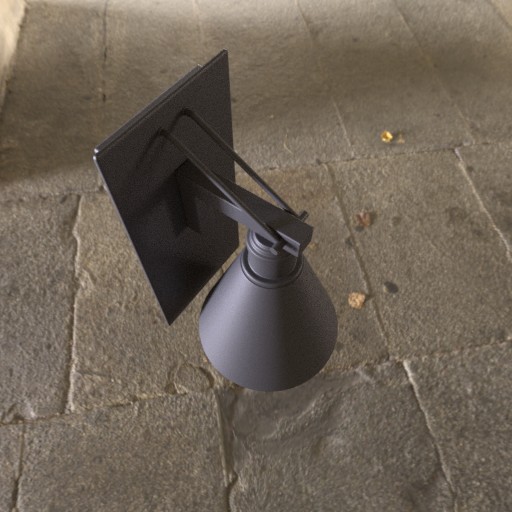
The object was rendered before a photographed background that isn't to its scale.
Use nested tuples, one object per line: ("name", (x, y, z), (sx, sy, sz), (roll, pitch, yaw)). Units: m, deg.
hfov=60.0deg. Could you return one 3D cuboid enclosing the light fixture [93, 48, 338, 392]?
("light fixture", (0.000, 0.000, 0.432), (0.207, 0.298, 0.170), (31, 64, 17))
